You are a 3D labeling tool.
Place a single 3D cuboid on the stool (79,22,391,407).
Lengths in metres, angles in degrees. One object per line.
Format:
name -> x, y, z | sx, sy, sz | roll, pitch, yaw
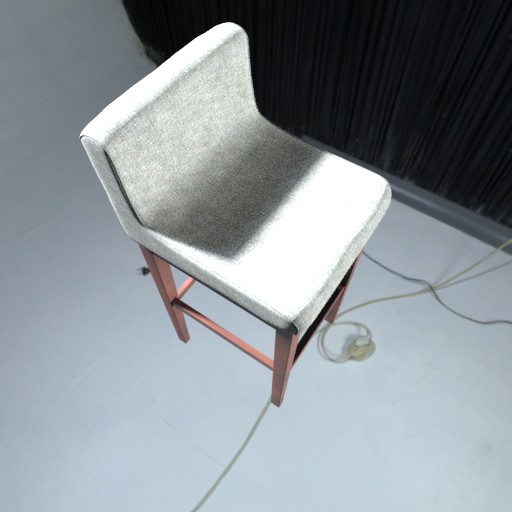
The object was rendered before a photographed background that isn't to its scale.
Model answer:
stool -> 0.000, 0.000, 1.191 | 0.499, 0.965, 0.426 | 30, 62, 18
